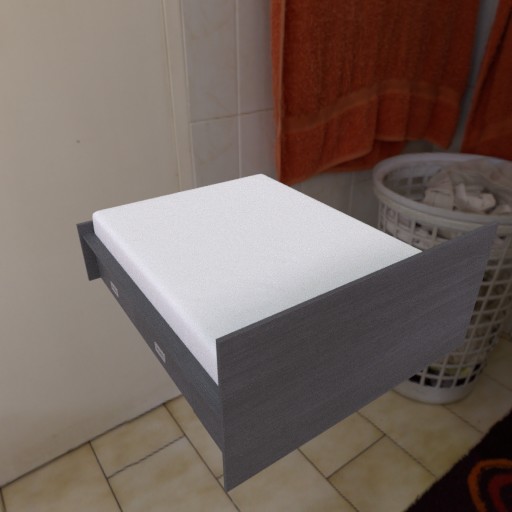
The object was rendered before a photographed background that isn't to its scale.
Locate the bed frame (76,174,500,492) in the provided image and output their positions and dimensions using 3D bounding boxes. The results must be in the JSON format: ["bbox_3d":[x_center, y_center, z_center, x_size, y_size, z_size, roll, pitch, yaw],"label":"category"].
[{"bbox_3d":[0.000,0.000,2.725,1.622,0.800,1.960,-19,35,-29],"label":"bed frame"}]
